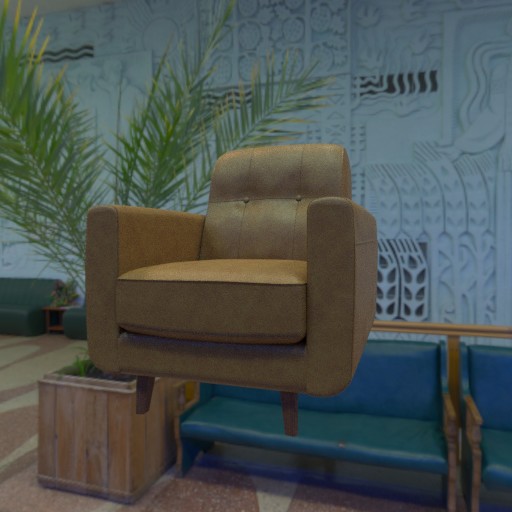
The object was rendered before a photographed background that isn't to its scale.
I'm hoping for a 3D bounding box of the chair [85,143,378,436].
[{"bbox_3d":[0.000,0.000,1.677,0.845,0.968,0.942,0,1,19],"label":"chair"}]
